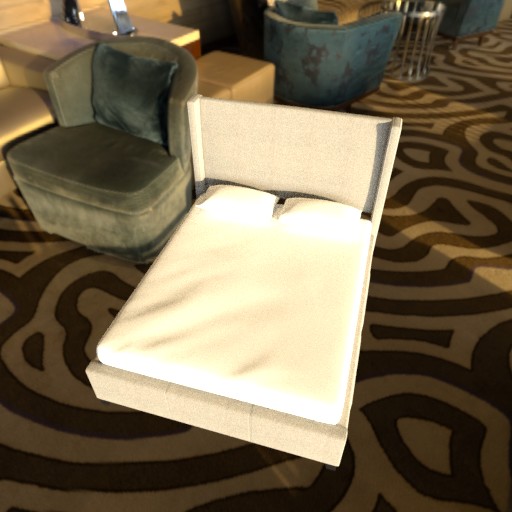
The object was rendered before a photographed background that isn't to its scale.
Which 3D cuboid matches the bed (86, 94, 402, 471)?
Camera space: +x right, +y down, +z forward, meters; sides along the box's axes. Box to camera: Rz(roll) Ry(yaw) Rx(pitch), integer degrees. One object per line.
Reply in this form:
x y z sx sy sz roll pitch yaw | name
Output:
0.000 0.000 3.389 1.774 1.491 2.222 11 43 12 | bed
